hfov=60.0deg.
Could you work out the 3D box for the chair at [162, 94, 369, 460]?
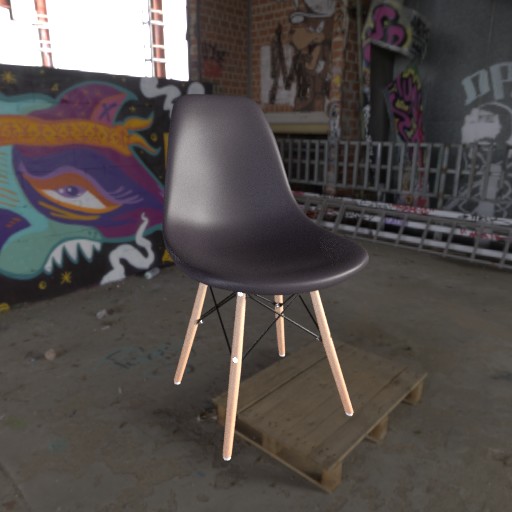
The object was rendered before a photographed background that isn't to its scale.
[{"bbox_3d":[0.000,0.000,1.155,0.470,0.825,0.533,-8,18,-26],"label":"chair"}]
